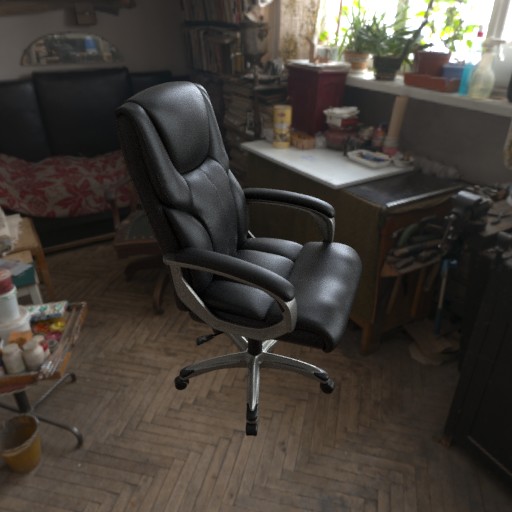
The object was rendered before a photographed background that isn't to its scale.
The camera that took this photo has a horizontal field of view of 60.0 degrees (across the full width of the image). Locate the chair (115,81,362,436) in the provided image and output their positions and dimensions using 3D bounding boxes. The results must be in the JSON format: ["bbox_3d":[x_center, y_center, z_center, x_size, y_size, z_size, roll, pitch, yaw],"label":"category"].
[{"bbox_3d":[0.000,0.000,1.627,0.739,1.155,0.663,10,31,17],"label":"chair"}]
